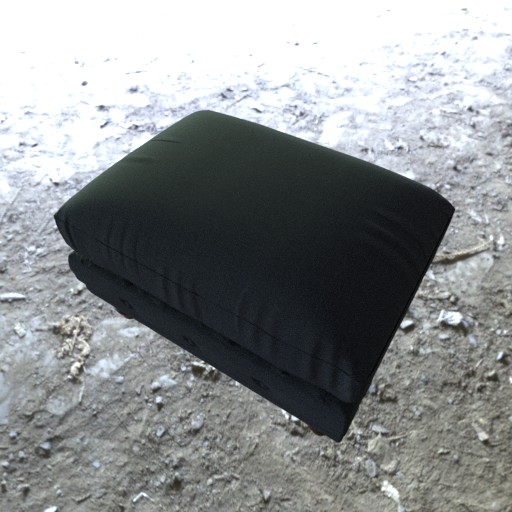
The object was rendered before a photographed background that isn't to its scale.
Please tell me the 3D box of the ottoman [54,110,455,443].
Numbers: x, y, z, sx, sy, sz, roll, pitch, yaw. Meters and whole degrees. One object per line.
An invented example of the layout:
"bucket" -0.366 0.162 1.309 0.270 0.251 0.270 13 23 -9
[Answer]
"ottoman" 0.000 0.000 1.117 0.767 0.486 0.558 25 53 21
